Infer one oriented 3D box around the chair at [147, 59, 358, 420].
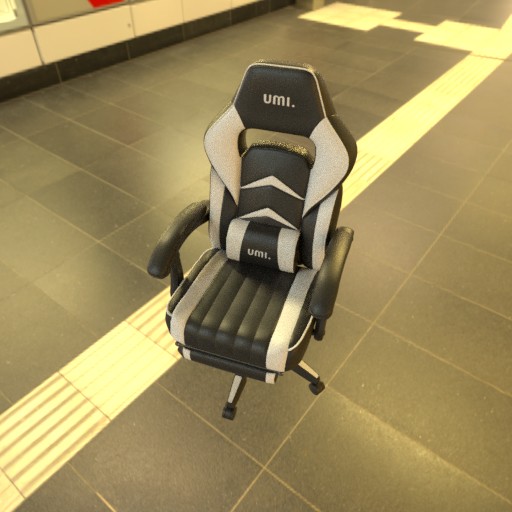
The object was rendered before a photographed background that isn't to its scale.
[{"bbox_3d":[0.000,0.000,1.635,0.676,1.200,0.700,13,43,14],"label":"chair"}]
